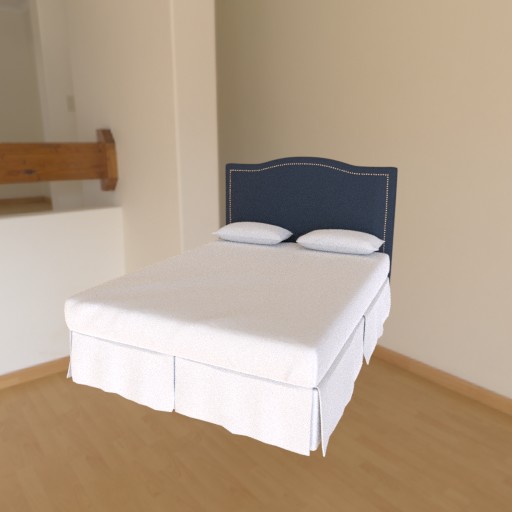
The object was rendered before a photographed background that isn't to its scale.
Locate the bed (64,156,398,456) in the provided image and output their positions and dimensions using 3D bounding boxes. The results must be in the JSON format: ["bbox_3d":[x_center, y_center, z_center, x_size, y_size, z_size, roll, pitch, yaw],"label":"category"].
[{"bbox_3d":[0.000,0.000,3.422,1.821,1.436,2.282,7,16,25],"label":"bed"}]
